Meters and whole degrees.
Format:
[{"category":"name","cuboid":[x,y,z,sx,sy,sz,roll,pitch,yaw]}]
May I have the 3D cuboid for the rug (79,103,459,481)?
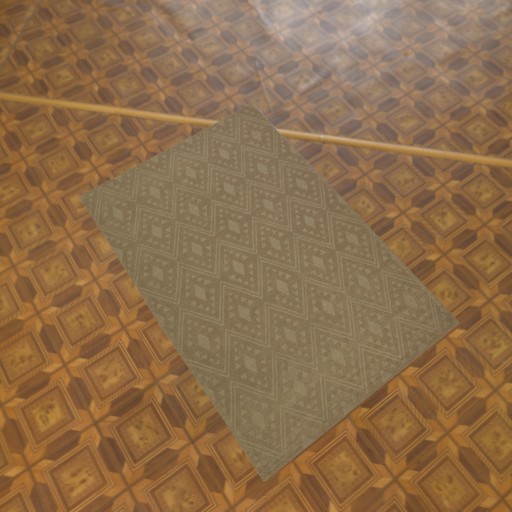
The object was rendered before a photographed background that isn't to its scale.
[{"category":"rug","cuboid":[0.000,0.000,2.426,1.252,0.034,1.829,-33,69,-15]}]
